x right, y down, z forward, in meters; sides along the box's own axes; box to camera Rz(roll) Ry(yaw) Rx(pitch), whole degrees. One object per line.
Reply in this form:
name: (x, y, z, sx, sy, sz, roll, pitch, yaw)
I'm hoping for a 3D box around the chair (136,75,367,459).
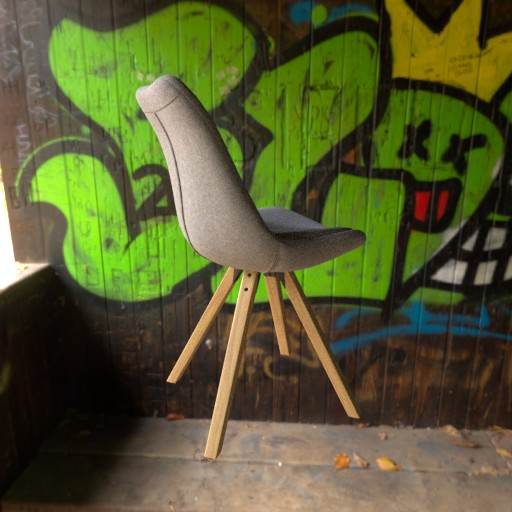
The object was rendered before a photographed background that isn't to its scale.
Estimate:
chair: (0.000, 0.000, 1.206, 0.550, 0.865, 0.483, -7, 16, -24)
